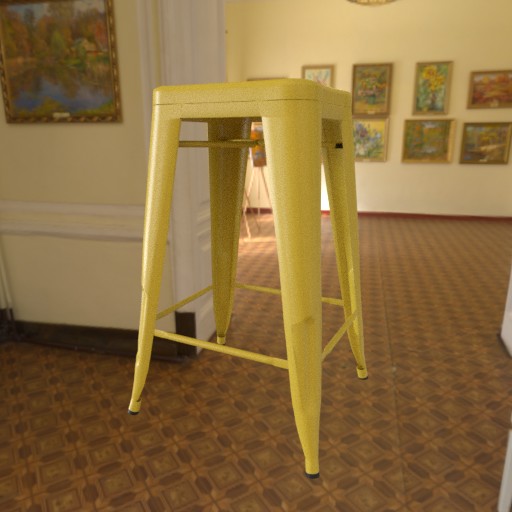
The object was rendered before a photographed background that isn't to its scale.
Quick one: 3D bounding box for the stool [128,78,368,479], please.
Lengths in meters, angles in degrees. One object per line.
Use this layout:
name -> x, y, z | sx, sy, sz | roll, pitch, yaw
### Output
stool -> 0.000, 0.000, 0.862 | 0.399, 0.609, 0.359 | 7, 17, 25
